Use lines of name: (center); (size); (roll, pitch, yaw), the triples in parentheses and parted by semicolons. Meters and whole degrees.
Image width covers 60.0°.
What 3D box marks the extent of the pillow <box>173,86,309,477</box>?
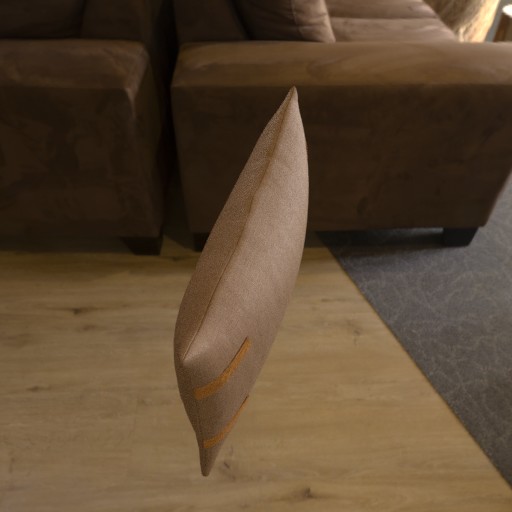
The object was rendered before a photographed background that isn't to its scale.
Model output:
pillow: (0.000, 0.000, 0.737); (0.148, 0.308, 0.612); (10, 47, 10)
